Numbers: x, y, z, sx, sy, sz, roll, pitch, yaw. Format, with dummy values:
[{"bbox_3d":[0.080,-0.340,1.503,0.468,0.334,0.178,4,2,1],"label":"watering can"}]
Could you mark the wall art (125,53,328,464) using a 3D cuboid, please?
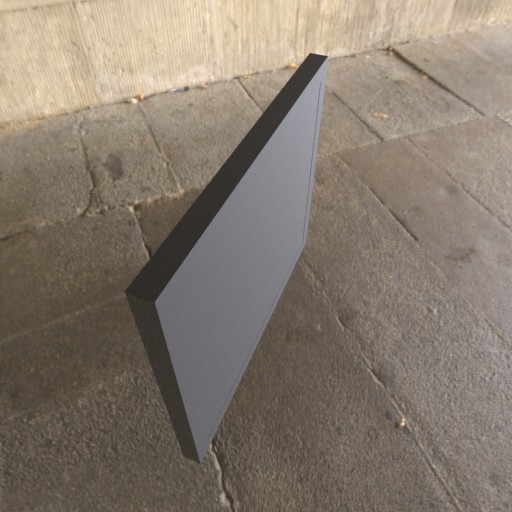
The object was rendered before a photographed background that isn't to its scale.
[{"bbox_3d":[0.000,0.000,0.543,0.024,0.329,0.404,17,50,15],"label":"wall art"}]
